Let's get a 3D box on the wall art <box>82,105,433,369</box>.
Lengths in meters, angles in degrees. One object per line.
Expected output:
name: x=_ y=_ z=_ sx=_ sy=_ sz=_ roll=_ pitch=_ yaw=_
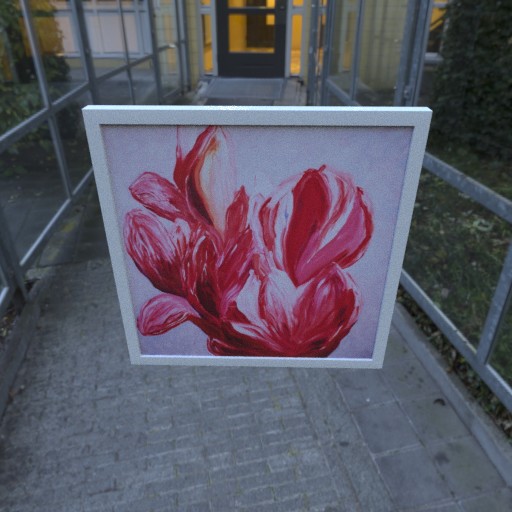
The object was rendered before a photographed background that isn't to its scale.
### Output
wall art: x=0.000 y=0.000 z=0.700 sx=0.455 sy=0.453 sz=0.023 roll=1 pitch=31 yaw=1
